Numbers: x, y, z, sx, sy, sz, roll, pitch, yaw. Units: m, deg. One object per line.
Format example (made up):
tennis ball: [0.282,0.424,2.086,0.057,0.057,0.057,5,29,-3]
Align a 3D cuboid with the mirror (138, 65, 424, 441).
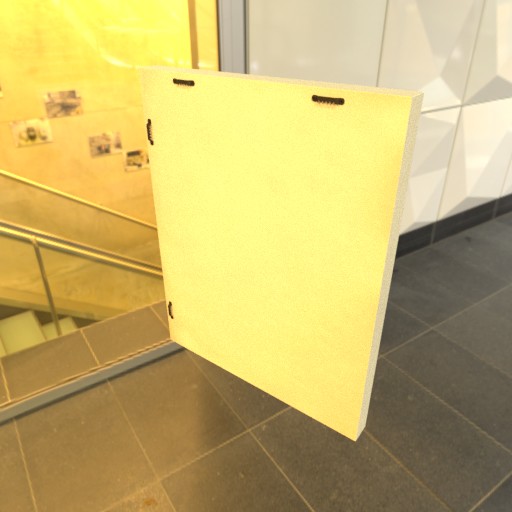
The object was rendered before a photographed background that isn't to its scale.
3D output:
mirror: [0.000,0.000,0.676,0.406,0.509,0.041,20,35,31]
